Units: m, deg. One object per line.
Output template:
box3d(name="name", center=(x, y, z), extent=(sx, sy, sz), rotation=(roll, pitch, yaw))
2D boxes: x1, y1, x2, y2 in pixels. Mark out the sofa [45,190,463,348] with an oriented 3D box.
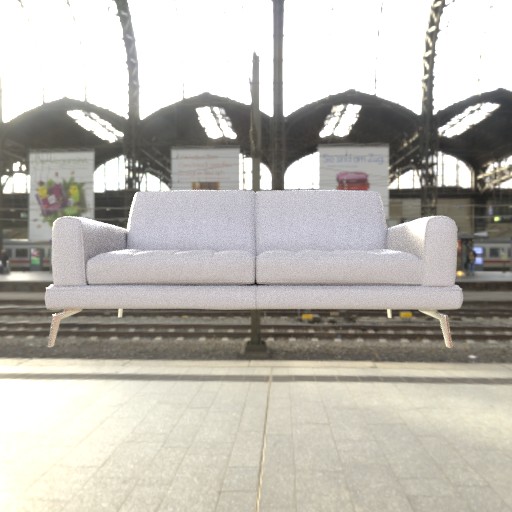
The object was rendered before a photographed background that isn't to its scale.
box3d(name="sofa", center=(0.000, 0.000, 2.787), extent=(2.177, 0.930, 1.121), rotation=(0, 0, 1))
